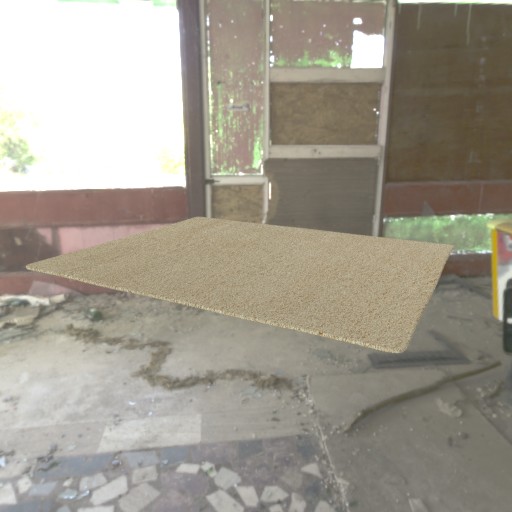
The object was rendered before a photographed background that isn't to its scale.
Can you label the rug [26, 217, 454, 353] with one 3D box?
[{"bbox_3d":[0.000,0.000,3.908,3.001,0.025,2.401,9,18,28],"label":"rug"}]
